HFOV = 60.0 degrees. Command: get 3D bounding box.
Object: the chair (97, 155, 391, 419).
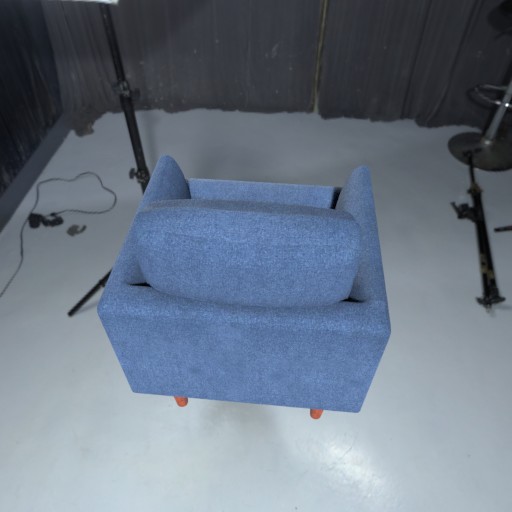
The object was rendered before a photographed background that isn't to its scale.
[{"bbox_3d":[0.000,0.000,1.658,0.858,0.957,0.899,4,47,4],"label":"chair"}]
